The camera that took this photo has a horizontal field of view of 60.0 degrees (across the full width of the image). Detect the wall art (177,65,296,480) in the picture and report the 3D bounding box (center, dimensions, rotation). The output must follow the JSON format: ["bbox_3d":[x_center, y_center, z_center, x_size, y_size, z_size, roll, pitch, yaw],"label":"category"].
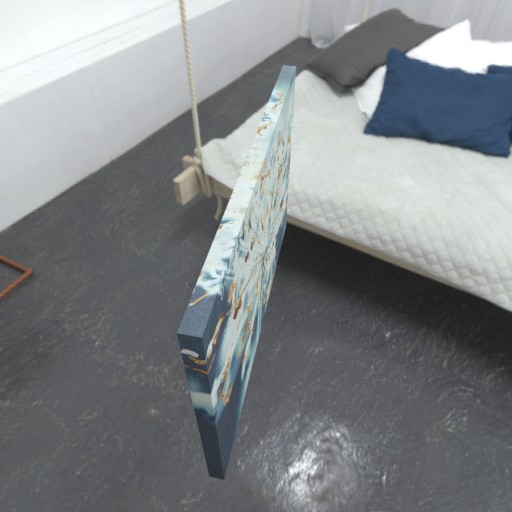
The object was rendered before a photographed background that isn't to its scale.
[{"bbox_3d":[0.000,0.000,1.151,0.038,0.608,0.912,9,47,8],"label":"wall art"}]
